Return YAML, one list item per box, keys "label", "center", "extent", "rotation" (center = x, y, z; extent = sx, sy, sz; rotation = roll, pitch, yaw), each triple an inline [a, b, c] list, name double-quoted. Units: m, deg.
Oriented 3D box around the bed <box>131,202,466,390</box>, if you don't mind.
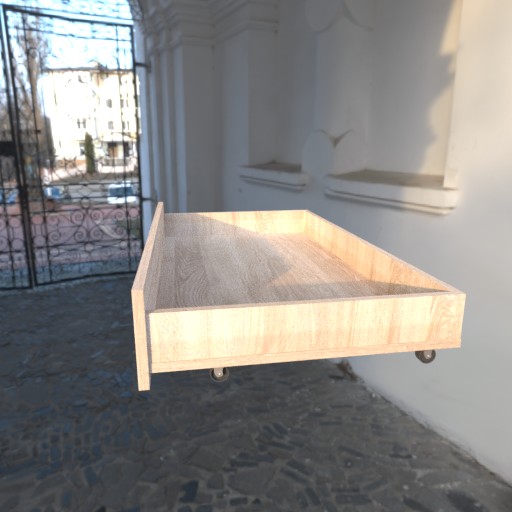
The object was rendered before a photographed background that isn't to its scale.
- label: "bed"
  center: [0.000, 0.000, 1.441]
  extent: [0.685, 0.209, 1.200]
  rotation: [-2, 15, -9]
